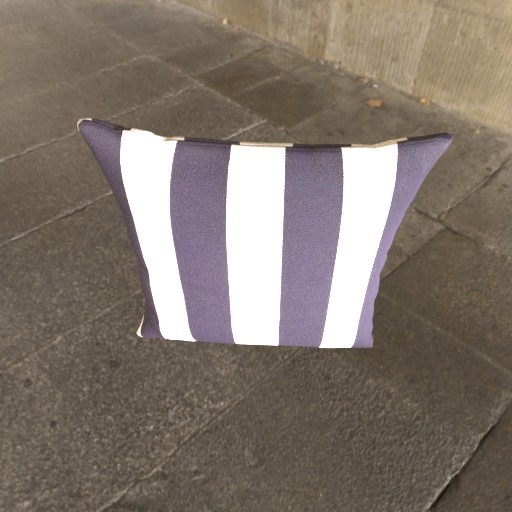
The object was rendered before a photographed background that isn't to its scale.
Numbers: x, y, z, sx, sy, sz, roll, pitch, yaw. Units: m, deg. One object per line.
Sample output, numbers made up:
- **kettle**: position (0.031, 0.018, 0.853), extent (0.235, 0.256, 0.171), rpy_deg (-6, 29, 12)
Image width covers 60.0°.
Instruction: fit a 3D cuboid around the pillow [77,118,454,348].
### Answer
- **pillow**: position (0.000, 0.000, 0.802), extent (0.536, 0.526, 0.189), rpy_deg (2, 46, 2)
